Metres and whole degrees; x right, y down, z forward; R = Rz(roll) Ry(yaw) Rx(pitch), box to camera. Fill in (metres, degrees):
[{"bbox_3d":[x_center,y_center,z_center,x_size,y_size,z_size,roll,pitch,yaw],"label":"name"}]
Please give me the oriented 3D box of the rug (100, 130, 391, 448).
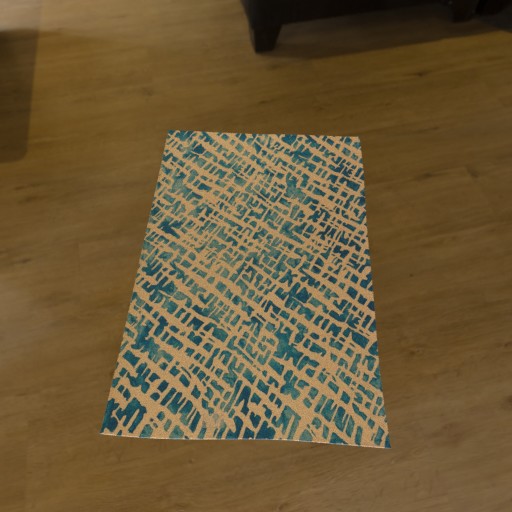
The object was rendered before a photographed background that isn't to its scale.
[{"bbox_3d":[0.000,0.000,2.317,1.209,0.011,1.830,3,58,2],"label":"rug"}]
